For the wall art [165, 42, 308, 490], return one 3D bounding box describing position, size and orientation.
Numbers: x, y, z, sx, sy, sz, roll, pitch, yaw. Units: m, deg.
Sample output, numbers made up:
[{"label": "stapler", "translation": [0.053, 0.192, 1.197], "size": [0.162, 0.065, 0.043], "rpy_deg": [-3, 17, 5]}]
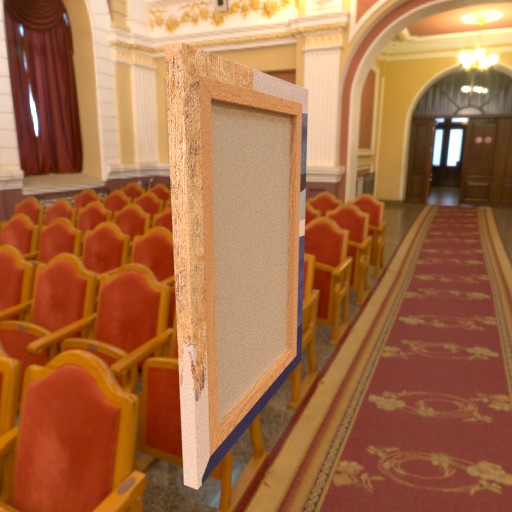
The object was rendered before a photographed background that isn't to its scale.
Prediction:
[{"label": "wall art", "translation": [0.000, 0.000, 0.794], "size": [0.026, 0.613, 0.458], "rpy_deg": [6, 15, 24]}]
